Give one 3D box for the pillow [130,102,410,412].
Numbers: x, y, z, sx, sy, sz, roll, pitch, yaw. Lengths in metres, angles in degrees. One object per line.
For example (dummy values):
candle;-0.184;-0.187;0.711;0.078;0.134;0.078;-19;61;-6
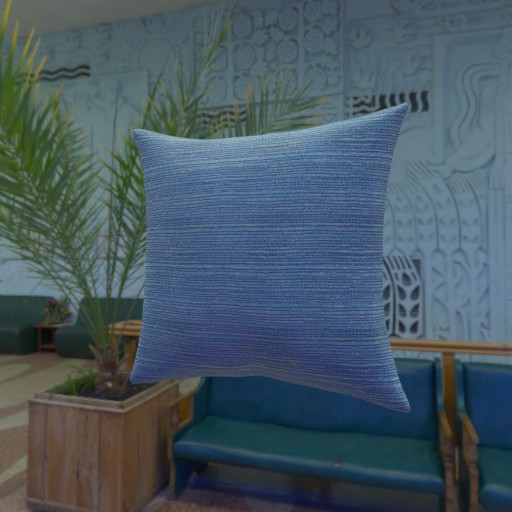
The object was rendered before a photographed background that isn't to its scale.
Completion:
pillow;0.000;0.000;0.786;0.514;0.497;0.150;0;-1;18
